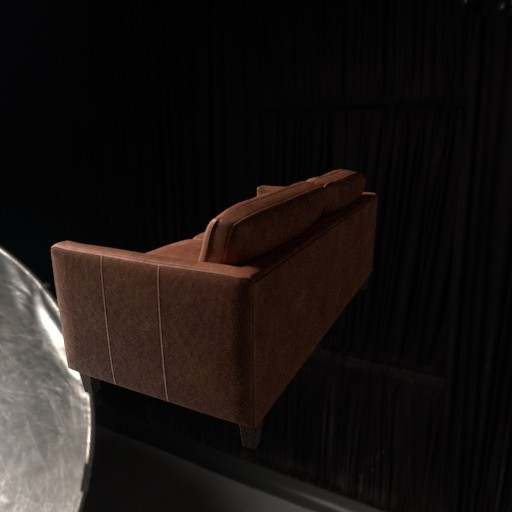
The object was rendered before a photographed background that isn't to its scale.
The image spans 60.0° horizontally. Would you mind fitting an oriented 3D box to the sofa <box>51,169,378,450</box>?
[{"bbox_3d":[0.000,0.000,2.452,0.923,0.863,1.971,8,18,25],"label":"sofa"}]
